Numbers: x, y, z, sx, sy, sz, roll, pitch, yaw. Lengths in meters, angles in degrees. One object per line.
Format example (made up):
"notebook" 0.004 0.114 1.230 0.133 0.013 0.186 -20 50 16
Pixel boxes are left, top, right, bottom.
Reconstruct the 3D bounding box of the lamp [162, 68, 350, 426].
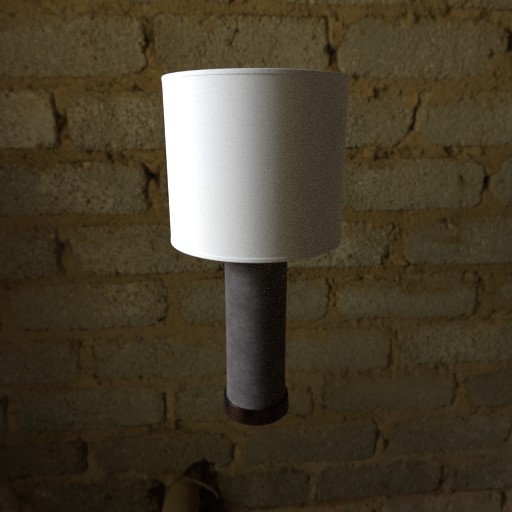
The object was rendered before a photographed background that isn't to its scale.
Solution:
"lamp" 0.000 0.000 0.809 0.301 0.630 0.301 -15 23 -41
